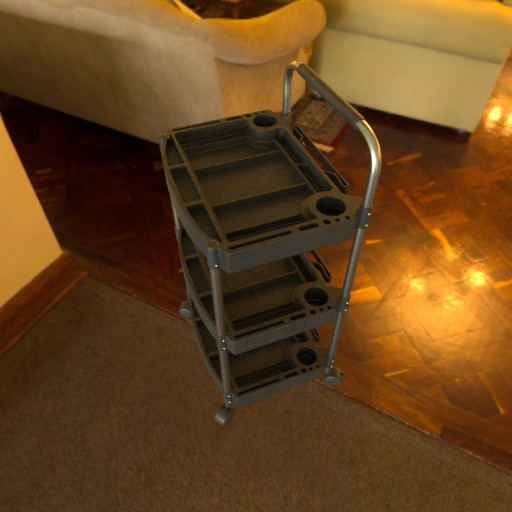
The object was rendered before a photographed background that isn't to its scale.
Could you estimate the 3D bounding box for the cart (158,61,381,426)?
[{"bbox_3d":[0.000,0.000,1.453,0.518,1.075,0.584,-16,49,-14],"label":"cart"}]
